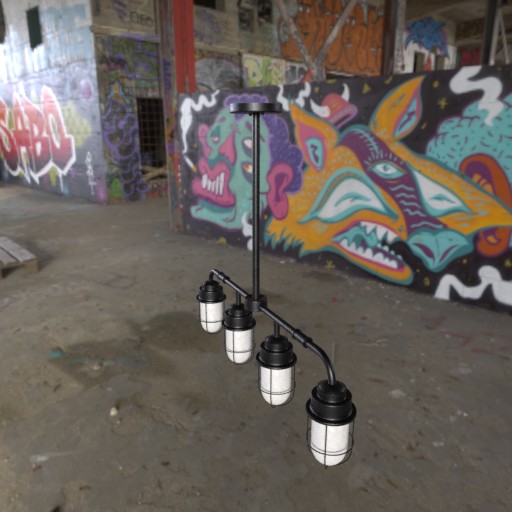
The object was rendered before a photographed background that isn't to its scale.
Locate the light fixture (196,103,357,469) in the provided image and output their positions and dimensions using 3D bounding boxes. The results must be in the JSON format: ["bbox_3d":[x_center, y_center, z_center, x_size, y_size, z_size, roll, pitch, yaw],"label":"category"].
[{"bbox_3d":[0.000,0.000,1.212,0.131,0.785,0.852,-7,17,-25],"label":"light fixture"}]
